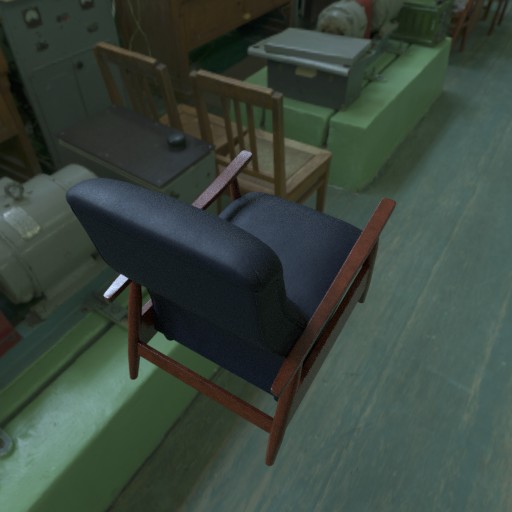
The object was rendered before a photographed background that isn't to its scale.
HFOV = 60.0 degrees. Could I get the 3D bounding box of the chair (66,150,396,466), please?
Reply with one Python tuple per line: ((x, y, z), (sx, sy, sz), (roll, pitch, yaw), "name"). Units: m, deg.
((0.000, 0.000, 1.744), (0.762, 1.082, 1.014), (24, 50, 21), "chair")
